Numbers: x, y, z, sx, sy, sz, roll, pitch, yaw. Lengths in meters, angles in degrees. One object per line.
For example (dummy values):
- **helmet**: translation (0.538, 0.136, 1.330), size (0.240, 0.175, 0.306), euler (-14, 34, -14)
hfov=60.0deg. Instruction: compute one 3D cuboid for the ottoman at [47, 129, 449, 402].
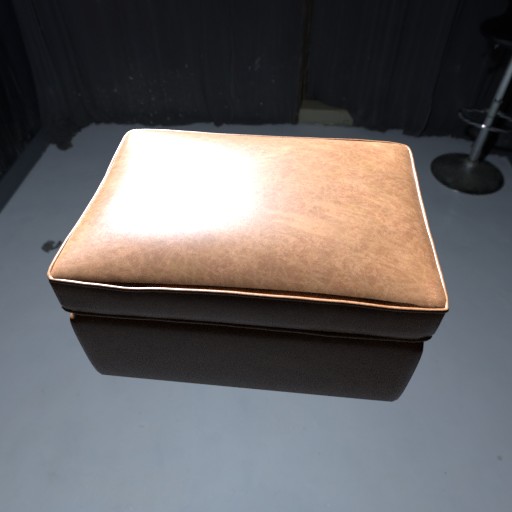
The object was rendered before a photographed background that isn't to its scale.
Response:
- **ottoman**: translation (0.000, 0.000, 1.109), size (0.756, 0.468, 0.554), euler (4, 46, 4)
